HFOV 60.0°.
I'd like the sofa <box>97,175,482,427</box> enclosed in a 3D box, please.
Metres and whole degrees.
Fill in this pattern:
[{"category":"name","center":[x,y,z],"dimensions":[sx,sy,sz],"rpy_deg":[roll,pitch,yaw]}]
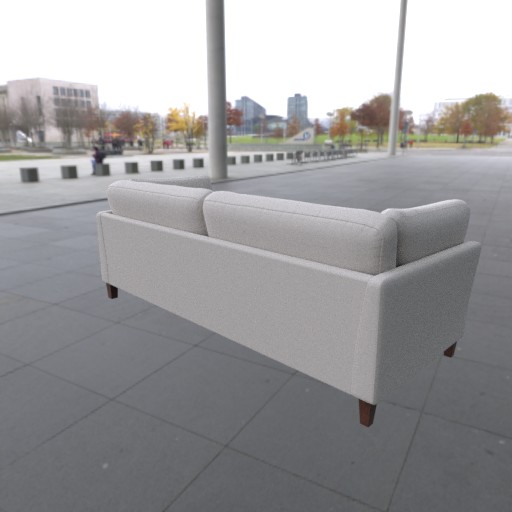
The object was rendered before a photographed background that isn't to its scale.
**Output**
[{"category":"sofa","center":[0.000,0.000,2.731],"dimensions":[2.301,0.863,0.957],"rpy_deg":[14,20,43]}]
